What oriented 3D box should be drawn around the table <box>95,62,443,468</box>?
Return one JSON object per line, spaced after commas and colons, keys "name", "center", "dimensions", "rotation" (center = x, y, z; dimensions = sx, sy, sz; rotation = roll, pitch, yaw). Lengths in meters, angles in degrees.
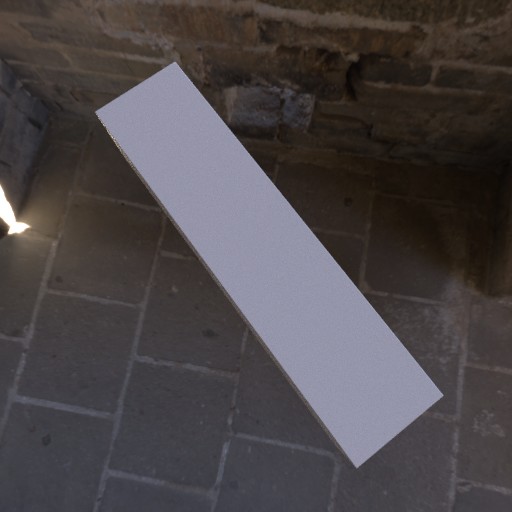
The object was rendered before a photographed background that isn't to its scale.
{"name": "table", "center": [0.000, 0.000, 1.863], "dimensions": [0.390, 0.420, 1.650], "rotation": [-36, 79, -8]}
